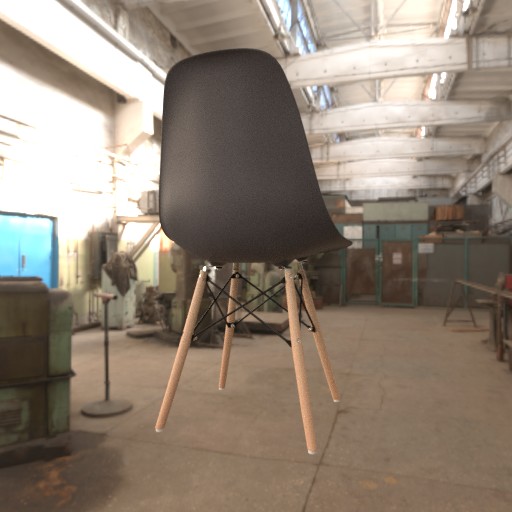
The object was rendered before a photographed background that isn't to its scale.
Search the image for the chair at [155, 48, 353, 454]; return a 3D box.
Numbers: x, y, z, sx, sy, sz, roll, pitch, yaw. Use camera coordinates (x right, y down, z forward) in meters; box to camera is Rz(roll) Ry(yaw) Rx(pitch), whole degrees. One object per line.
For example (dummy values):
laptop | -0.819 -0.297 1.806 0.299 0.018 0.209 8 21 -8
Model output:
chair | 0.000 0.000 1.144 0.470 0.826 0.533 0 -1 19
